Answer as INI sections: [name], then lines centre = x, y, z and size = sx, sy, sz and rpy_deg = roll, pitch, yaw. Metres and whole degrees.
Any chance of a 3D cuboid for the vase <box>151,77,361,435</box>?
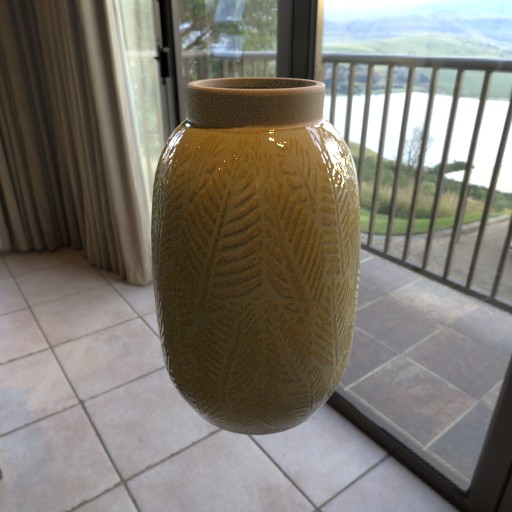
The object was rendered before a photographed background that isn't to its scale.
[vase]
centre = 0.000, 0.000, 0.369
size = 0.172, 0.270, 0.172
rpy_deg = 0, 26, 0
